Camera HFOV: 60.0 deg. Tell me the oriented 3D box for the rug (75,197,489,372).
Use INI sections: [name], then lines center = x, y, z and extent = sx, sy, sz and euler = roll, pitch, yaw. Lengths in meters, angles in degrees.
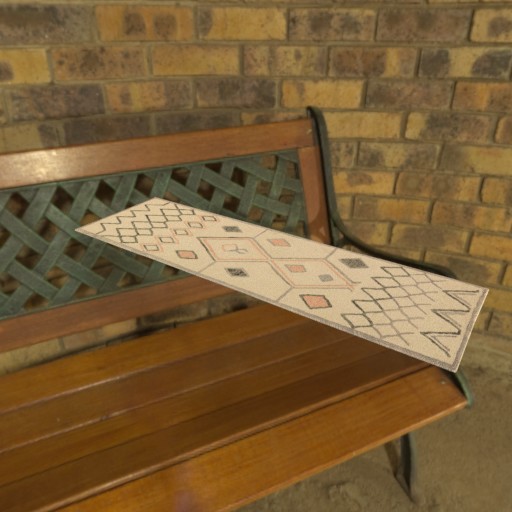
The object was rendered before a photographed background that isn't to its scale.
[rug]
center = 0.000, 0.000, 2.646
extent = 2.435, 0.011, 0.750
euler = 18, 33, 30
